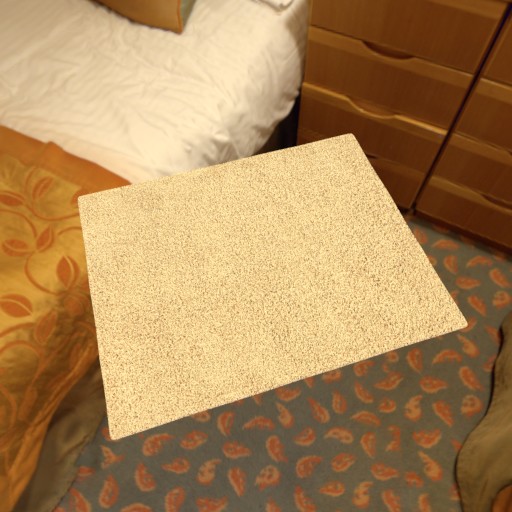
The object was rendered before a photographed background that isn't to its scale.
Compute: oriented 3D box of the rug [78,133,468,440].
[{"bbox_3d":[0.000,0.000,4.154,3.047,0.029,2.438,-15,60,-9],"label":"rug"}]
